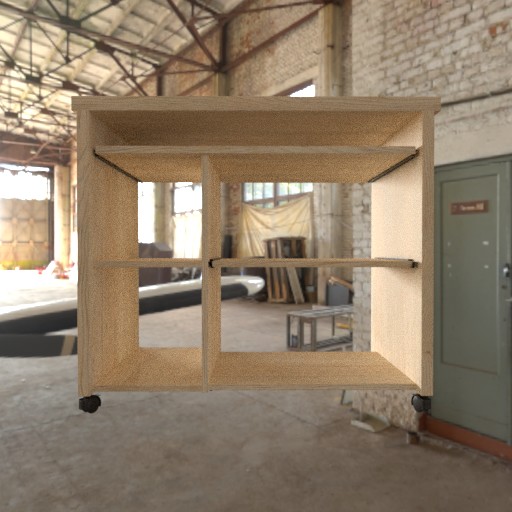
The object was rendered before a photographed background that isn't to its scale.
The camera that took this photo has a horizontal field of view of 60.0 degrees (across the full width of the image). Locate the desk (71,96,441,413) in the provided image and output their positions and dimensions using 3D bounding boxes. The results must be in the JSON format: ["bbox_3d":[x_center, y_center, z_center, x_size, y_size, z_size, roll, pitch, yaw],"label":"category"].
[{"bbox_3d":[0.000,0.000,1.304,0.885,0.770,0.480,0,1,0],"label":"desk"}]
